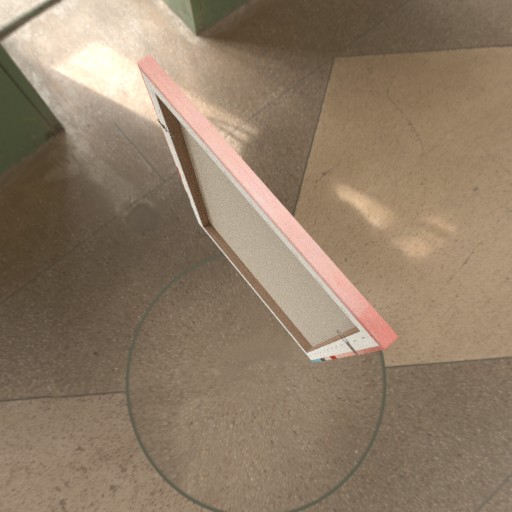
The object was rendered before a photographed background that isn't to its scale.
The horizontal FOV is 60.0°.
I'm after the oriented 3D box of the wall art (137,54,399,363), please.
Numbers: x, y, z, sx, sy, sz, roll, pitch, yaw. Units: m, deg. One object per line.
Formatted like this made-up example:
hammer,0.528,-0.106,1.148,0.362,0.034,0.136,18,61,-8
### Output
wall art,0.000,0.000,1.348,0.039,1.016,0.761,-38,78,-9
